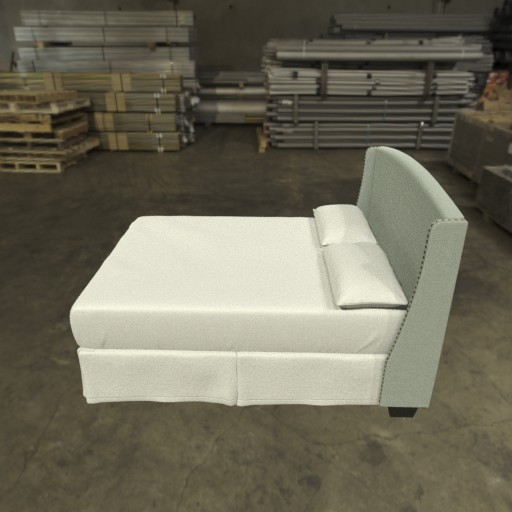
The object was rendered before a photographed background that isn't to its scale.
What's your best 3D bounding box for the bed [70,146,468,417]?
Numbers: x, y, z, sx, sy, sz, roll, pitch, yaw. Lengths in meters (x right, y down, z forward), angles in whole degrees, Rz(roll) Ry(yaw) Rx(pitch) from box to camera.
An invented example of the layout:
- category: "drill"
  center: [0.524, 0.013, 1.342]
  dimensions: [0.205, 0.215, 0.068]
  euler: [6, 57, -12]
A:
- category: "bed"
  center: [0.000, 0.000, 3.265]
  dimensions: [2.237, 1.407, 1.710]
  euler: [1, 26, 1]
